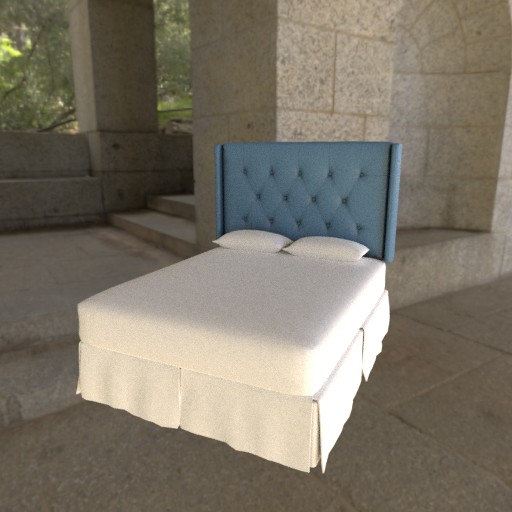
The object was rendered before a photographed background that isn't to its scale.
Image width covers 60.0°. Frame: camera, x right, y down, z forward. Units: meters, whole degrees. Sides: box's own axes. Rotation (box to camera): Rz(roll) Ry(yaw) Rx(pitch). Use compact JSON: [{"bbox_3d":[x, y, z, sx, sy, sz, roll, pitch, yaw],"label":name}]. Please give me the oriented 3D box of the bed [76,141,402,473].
[{"bbox_3d":[0.000,0.000,3.270,1.719,1.665,2.078,6,15,25],"label":"bed"}]
